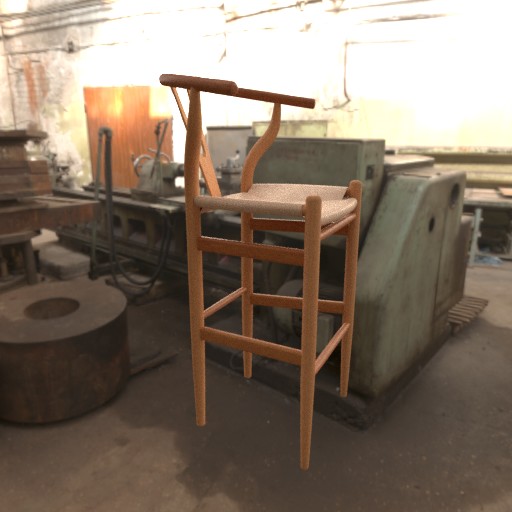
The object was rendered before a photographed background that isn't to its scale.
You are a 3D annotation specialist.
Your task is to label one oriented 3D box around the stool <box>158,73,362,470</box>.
[{"bbox_3d":[0.000,0.000,1.377,0.561,1.068,0.574,7,17,25],"label":"stool"}]
